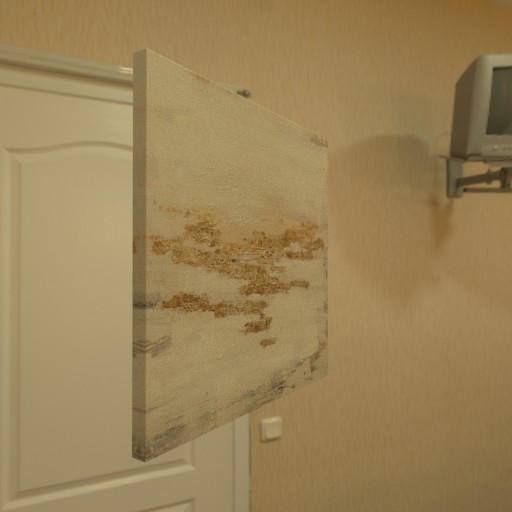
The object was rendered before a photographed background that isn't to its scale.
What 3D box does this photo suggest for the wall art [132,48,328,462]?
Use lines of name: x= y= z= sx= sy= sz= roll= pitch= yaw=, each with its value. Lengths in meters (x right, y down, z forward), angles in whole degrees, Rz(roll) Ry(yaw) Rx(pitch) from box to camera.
wall art: x=0.000 y=0.000 z=1.125 sx=0.038 sy=0.755 sz=0.753 roll=0 pitch=-1 yaw=35
